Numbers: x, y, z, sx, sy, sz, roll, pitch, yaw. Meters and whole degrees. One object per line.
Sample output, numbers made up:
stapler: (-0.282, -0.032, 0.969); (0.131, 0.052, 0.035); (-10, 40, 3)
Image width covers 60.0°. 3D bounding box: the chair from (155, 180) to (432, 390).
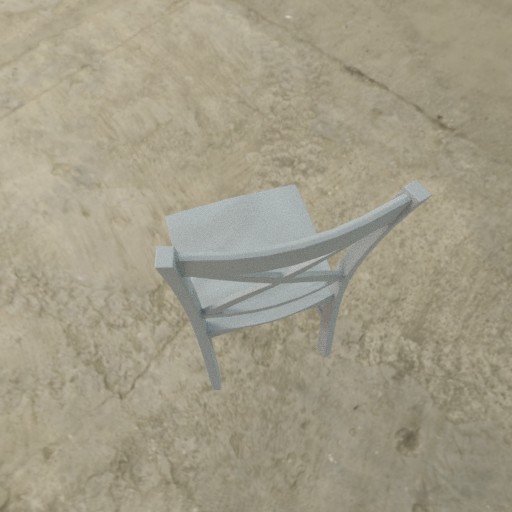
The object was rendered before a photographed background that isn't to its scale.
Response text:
chair: (0.000, 0.000, 1.272); (0.485, 0.983, 0.542); (-15, 61, -9)
